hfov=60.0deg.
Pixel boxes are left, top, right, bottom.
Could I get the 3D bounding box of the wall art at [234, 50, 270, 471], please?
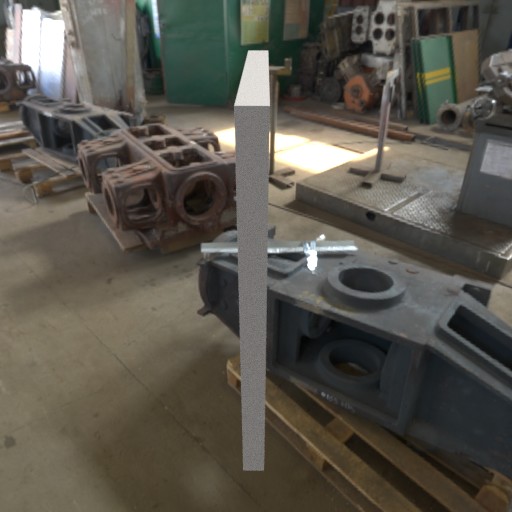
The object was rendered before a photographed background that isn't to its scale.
[{"bbox_3d":[0.000,0.000,0.547,0.025,0.428,0.293,1,32,1],"label":"wall art"}]
